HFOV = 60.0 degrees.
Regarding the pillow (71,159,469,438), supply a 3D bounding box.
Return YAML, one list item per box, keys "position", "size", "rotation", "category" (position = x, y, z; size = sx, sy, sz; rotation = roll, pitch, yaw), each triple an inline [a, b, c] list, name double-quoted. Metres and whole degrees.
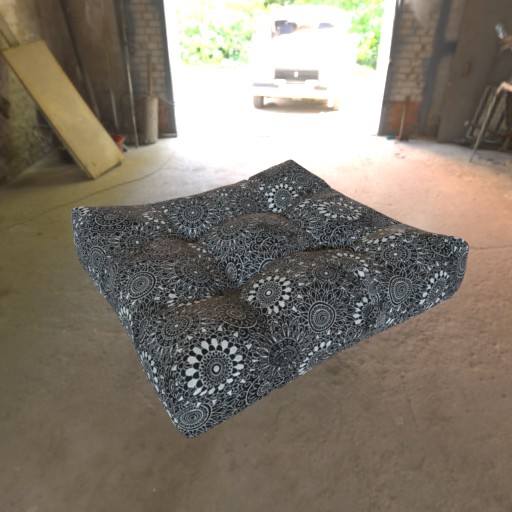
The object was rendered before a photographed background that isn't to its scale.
- position: [0.000, 0.000, 0.730]
  size: [0.490, 0.128, 0.468]
  rotation: [-19, 37, -27]
  category: "pillow"
